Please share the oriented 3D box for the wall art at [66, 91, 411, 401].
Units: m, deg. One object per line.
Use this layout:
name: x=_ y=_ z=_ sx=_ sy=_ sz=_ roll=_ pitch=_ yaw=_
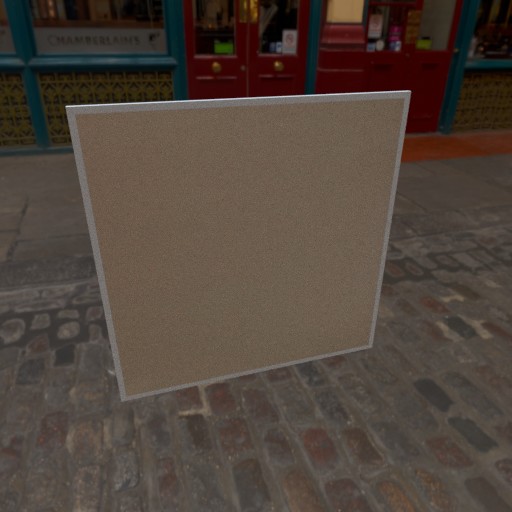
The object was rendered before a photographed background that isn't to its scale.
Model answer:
wall art: x=0.000 y=0.000 z=0.672 sx=0.456 sy=0.456 sz=0.007 roll=-8 pitch=29 yaw=-15
